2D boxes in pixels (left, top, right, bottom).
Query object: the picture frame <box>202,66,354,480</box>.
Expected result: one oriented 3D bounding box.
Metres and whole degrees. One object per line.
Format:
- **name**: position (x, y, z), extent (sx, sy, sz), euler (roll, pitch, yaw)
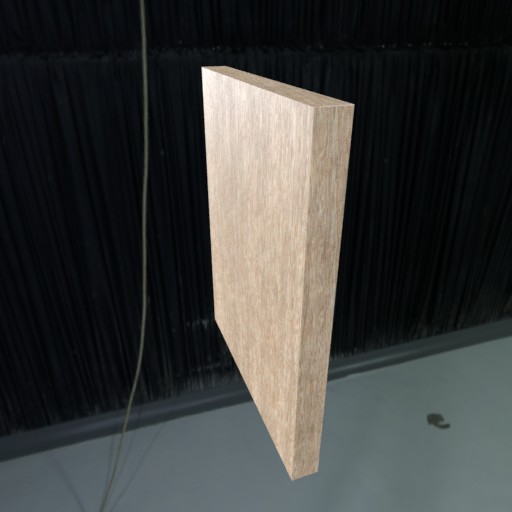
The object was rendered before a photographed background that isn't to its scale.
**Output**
- **picture frame**: position (0.000, 0.000, 0.709), extent (0.043, 0.526, 0.424), euler (-10, 29, -18)
